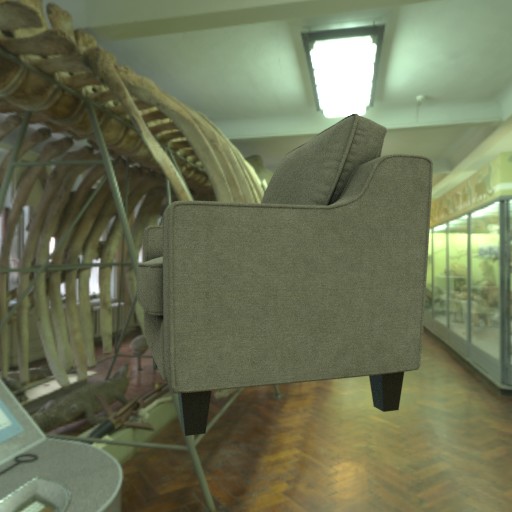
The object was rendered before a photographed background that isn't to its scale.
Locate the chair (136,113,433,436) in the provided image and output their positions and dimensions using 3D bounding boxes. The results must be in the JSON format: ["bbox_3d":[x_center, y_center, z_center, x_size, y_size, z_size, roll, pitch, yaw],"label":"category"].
[{"bbox_3d":[0.000,0.000,1.649,0.840,0.944,0.926,0,-1,-18],"label":"chair"}]
